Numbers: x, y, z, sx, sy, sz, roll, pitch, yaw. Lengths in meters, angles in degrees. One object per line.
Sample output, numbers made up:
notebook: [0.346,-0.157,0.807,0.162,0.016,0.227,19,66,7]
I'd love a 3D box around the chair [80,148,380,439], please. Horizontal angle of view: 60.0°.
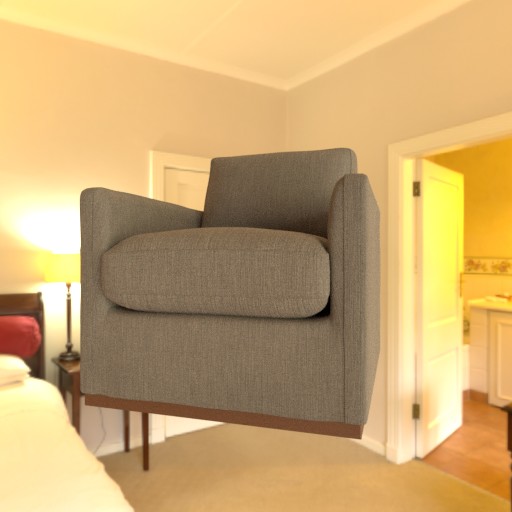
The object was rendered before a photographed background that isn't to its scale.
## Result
chair: [0.000,0.000,1.451,0.763,0.811,0.834,0,0,18]
